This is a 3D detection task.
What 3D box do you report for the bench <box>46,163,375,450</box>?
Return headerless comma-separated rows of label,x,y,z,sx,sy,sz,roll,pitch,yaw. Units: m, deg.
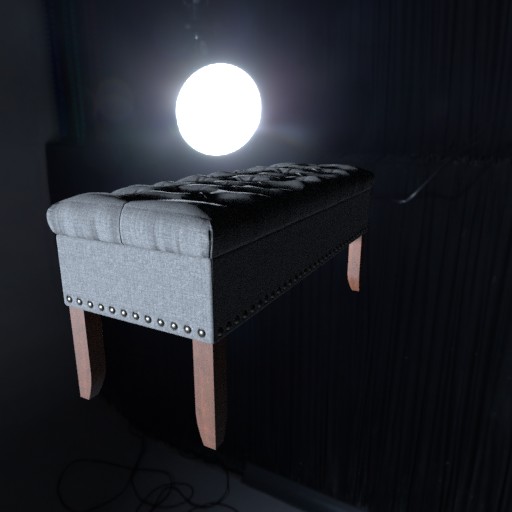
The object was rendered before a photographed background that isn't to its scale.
bench,0.000,0.000,1.301,0.417,0.470,1.052,8,18,27
